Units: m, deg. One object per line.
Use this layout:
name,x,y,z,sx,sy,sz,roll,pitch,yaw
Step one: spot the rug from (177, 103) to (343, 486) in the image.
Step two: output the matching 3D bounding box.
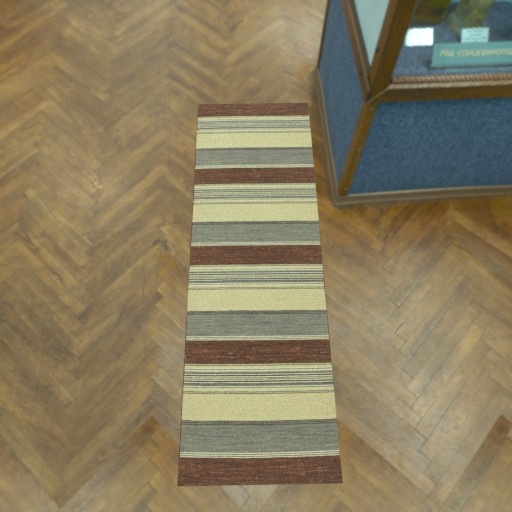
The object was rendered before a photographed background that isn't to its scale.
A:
rug,0.000,0.000,2.656,0.792,0.006,2.437,-1,64,0
